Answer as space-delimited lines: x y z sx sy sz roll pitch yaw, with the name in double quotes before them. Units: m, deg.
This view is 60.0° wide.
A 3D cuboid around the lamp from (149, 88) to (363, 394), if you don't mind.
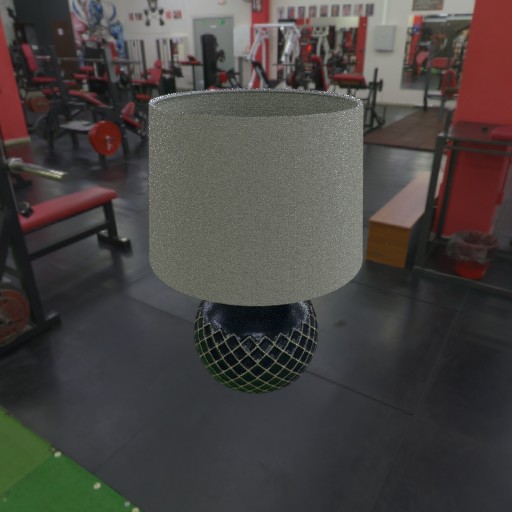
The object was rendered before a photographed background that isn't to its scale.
"lamp" 0.000 0.000 0.805 0.376 0.540 0.376 0 27 0
